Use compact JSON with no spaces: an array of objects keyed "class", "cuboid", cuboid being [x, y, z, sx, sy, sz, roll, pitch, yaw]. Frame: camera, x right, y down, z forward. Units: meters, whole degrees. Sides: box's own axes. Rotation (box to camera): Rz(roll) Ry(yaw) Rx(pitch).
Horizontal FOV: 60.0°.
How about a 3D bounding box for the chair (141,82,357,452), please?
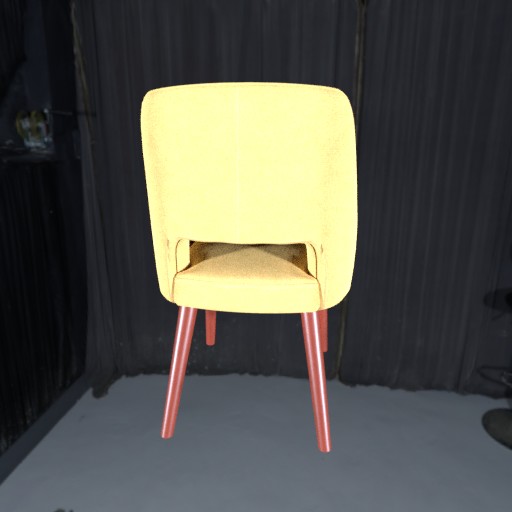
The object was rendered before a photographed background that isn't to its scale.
[{"class":"chair","cuboid":[0.000,0.000,1.240,0.548,0.849,0.605,2,16,7]}]
